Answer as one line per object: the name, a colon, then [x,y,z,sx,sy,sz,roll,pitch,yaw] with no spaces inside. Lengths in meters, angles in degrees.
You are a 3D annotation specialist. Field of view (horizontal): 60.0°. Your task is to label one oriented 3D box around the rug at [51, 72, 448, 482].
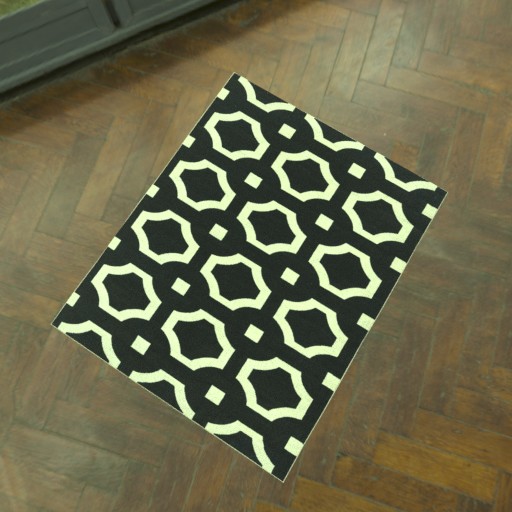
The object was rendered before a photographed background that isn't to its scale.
rug: [0.000,0.000,4.138,2.466,0.021,3.049,32,79,7]
